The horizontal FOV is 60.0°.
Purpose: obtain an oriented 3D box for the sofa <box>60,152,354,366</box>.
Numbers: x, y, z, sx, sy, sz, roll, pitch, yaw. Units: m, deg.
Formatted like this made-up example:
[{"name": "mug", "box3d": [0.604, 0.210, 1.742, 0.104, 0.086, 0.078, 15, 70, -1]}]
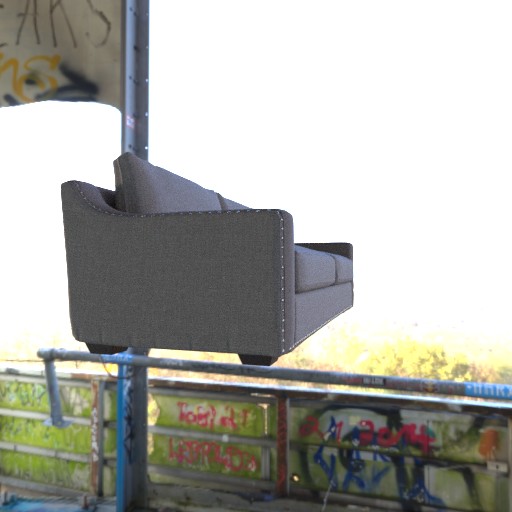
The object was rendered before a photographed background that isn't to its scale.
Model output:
[{"name": "sofa", "box3d": [0.000, 0.000, 2.720, 1.000, 0.857, 2.208, -1, -2, 18]}]
